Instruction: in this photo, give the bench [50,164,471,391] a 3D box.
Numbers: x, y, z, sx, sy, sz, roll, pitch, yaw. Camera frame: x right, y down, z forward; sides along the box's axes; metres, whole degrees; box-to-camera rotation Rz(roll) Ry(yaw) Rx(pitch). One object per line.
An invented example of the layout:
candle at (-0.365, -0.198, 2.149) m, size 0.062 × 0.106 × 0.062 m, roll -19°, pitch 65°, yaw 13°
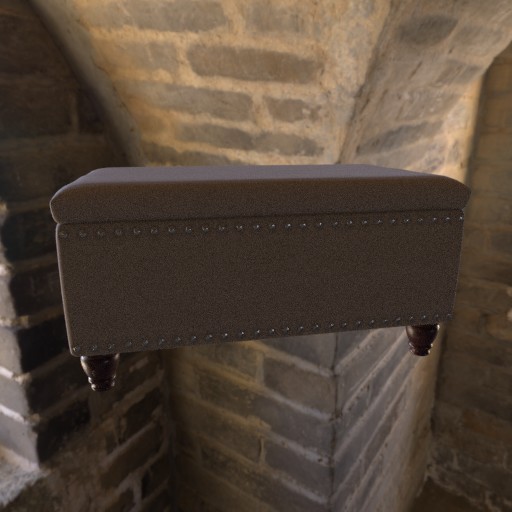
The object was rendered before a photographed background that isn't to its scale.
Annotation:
bench at (0.000, 0.000, 1.185) m, size 0.887 × 0.449 × 0.500 m, roll -3°, pitch 16°, yaw -11°
